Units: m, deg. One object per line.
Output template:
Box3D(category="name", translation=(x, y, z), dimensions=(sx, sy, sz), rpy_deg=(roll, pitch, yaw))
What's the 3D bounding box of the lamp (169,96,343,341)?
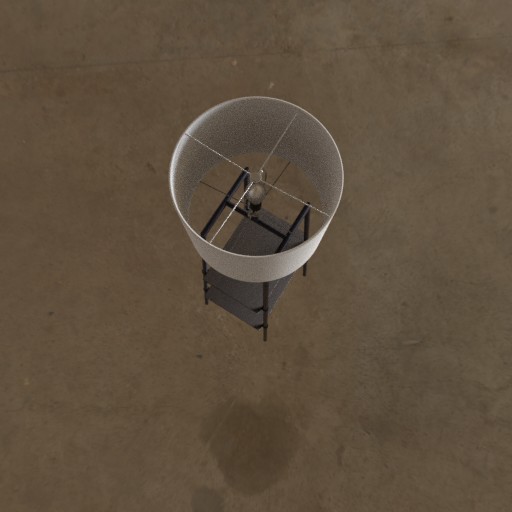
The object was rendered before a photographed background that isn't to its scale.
Box3D(category="lamp", translation=(0.000, 0.000, 1.666), dimensions=(0.384, 1.474, 0.427), rpy_deg=(31, 78, 7))
